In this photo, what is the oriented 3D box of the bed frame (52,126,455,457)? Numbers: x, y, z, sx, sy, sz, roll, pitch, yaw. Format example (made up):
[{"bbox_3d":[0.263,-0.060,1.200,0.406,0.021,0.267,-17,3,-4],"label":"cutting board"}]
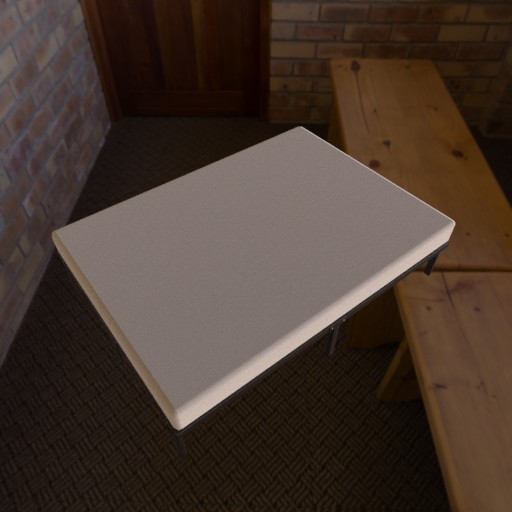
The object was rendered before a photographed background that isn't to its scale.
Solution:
[{"bbox_3d":[0.000,0.000,3.727,2.842,0.680,2.205,-23,51,-21],"label":"bed frame"}]
